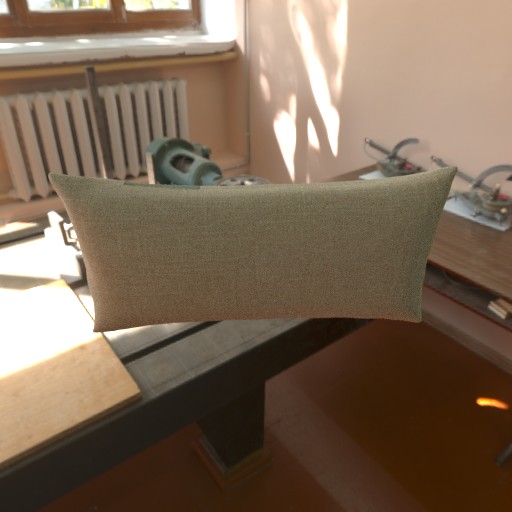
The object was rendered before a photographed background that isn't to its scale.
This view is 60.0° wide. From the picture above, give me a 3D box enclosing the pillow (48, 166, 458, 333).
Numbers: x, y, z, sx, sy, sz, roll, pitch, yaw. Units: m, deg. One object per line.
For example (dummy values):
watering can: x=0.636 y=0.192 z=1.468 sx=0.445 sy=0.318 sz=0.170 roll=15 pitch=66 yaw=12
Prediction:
pillow: x=0.000 y=0.000 z=1.040 sx=0.859 sy=0.429 sz=0.197 roll=-1 pitch=30 yaw=-2
